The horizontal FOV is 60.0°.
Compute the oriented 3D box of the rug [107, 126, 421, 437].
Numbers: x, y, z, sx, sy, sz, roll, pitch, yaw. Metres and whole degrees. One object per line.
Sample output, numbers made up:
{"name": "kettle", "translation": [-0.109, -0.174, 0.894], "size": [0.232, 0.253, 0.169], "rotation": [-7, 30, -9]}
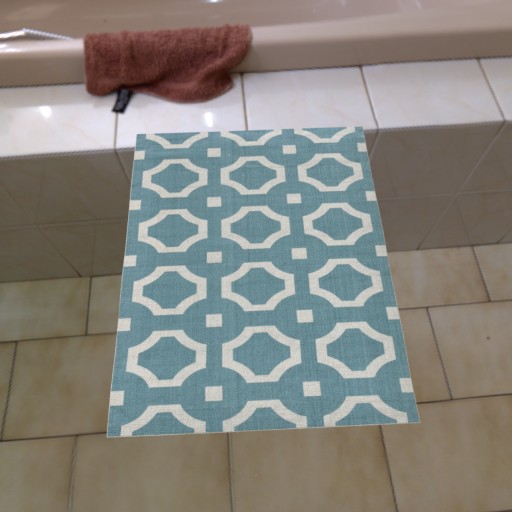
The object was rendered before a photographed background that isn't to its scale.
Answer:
{"name": "rug", "translation": [0.000, 0.000, 4.141], "size": [2.466, 0.021, 3.049], "rotation": [-2, 64, -1]}
